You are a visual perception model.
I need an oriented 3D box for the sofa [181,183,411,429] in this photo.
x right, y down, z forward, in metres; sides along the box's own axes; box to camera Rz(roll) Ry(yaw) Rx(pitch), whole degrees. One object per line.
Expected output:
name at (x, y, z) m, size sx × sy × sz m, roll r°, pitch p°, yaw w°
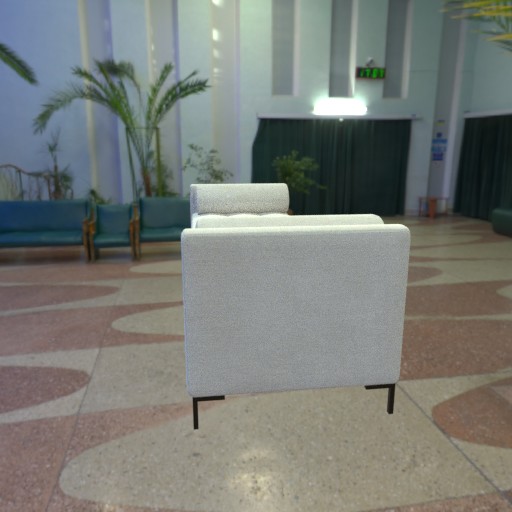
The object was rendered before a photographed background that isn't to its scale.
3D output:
sofa at (0.000, 0.000, 2.298) m, size 0.686 × 0.635 × 1.981 m, roll -2°, pitch 13°, yaw -7°
